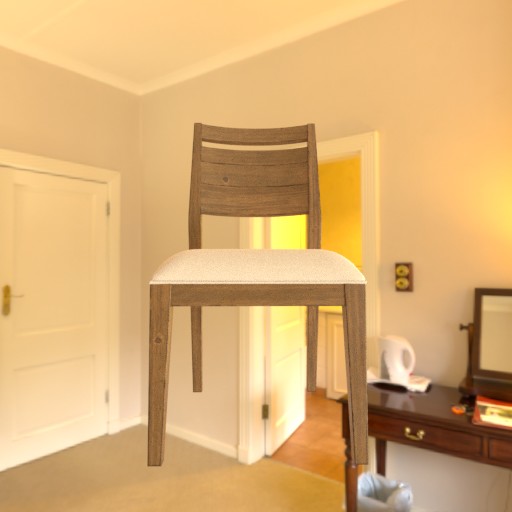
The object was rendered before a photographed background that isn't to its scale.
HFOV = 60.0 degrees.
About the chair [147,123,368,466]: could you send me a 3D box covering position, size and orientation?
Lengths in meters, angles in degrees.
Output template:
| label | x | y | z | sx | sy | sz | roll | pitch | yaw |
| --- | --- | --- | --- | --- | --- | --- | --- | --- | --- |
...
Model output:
| label | x | y | z | sx | sy | sz | roll | pitch | yaw |
| --- | --- | --- | --- | --- | --- | --- | --- | --- | --- |
| chair | 0.000 | 0.000 | 1.296 | 0.497 | 0.939 | 0.610 | 0 | -1 | -1 |
